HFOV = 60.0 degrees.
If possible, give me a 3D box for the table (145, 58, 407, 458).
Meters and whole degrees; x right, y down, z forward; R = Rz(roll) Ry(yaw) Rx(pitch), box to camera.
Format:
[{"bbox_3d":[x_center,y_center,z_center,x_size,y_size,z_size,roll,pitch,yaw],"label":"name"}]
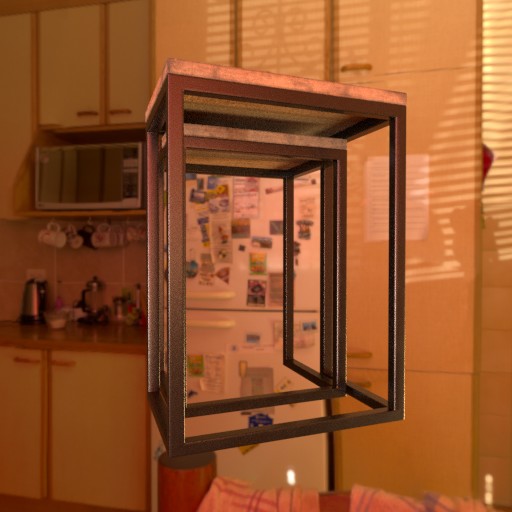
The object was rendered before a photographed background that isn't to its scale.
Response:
[{"bbox_3d":[0.000,0.000,0.964,0.456,0.615,0.460,0,1,-18],"label":"table"}]
